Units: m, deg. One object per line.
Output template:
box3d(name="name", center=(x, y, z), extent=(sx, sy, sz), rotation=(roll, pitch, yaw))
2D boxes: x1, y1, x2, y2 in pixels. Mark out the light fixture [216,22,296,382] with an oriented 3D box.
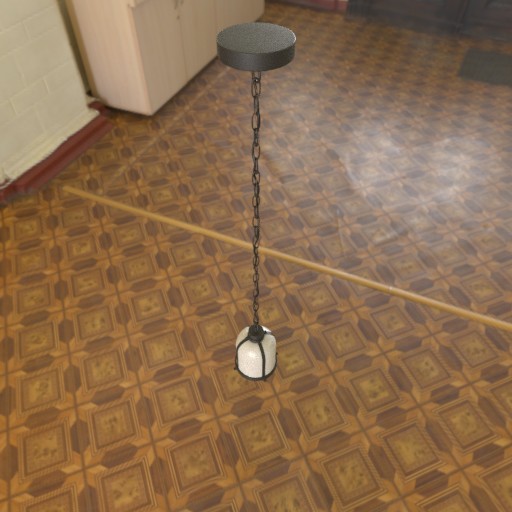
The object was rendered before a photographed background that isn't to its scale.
box3d(name="light fixture", center=(0.000, 0.000, 1.245), extent=(0.178, 1.181, 0.178), rotation=(-17, 49, -15))
